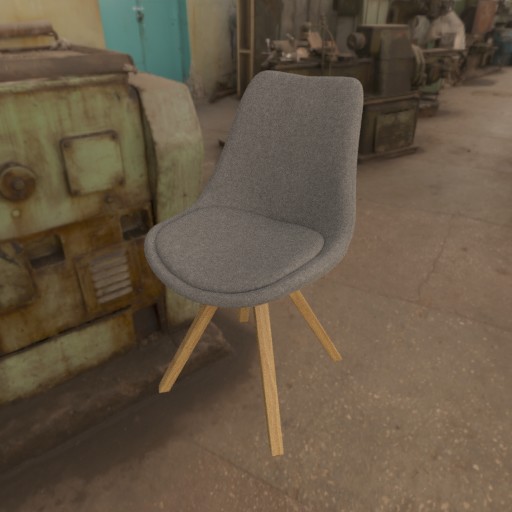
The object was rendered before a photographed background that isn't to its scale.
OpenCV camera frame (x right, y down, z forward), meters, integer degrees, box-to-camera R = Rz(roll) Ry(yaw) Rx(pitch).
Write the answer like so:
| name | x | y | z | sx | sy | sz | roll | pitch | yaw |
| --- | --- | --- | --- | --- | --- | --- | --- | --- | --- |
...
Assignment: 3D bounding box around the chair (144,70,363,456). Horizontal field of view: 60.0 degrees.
| name | x | y | z | sx | sy | sz | roll | pitch | yaw |
| --- | --- | --- | --- | --- | --- | --- | --- | --- | --- |
| chair | 0.000 | 0.000 | 1.201 | 0.483 | 0.865 | 0.550 | 18 | 34 | 28 |
